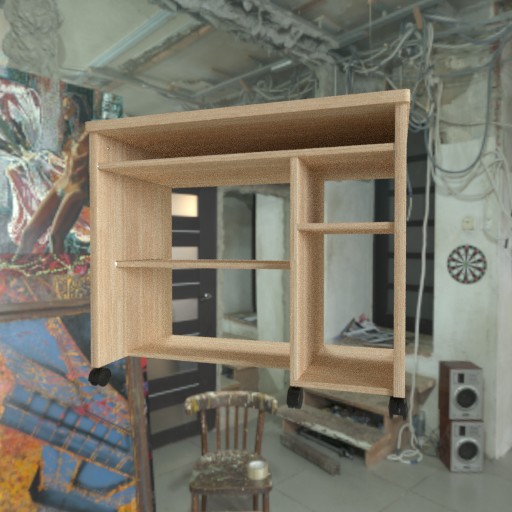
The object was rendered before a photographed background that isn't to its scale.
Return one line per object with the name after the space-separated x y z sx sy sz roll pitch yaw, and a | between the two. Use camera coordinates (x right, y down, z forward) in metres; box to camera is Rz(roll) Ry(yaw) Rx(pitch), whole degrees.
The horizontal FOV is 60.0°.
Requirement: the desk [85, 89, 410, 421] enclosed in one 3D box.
0.000 0.000 1.369 0.884 0.770 0.480 0 1 18 | desk
